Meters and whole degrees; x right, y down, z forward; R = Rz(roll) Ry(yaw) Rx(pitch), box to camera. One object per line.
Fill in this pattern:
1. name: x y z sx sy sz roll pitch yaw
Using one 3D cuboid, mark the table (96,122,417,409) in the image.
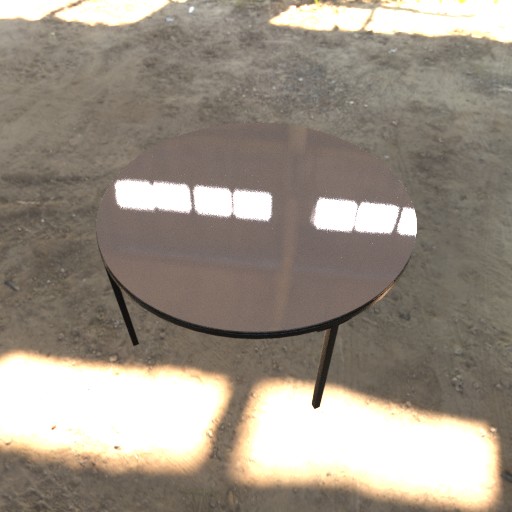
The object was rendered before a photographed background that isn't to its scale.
1. table: 0.000 0.000 1.279 0.800 0.400 0.800 0 46 0
